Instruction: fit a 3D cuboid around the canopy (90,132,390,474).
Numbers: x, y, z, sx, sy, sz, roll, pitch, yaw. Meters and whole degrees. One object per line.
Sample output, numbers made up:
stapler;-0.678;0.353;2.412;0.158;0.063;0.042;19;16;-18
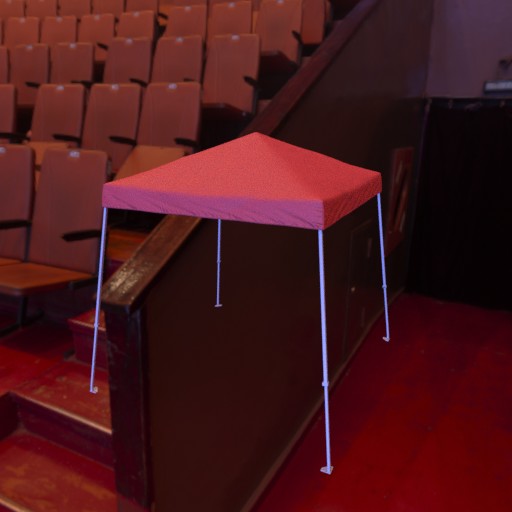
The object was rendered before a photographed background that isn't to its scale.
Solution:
canopy;0.000;0.000;6.694;3.599;3.600;3.600;8;18;25
